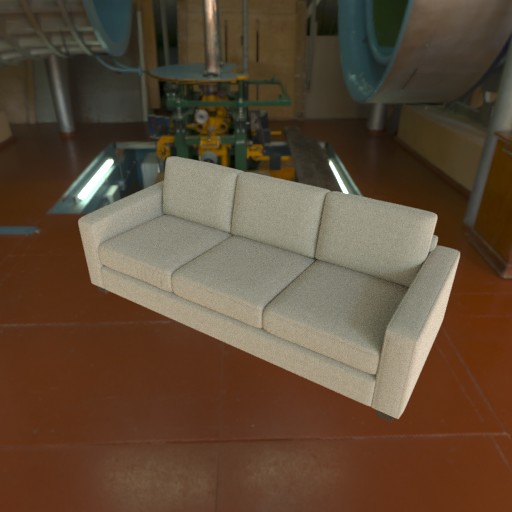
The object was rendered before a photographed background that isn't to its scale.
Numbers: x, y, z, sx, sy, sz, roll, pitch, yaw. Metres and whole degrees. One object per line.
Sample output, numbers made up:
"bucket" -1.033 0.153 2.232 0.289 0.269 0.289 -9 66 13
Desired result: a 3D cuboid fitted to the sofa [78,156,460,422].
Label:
"sofa" 0.000 0.000 2.723 2.160 0.800 0.900 18 35 28
